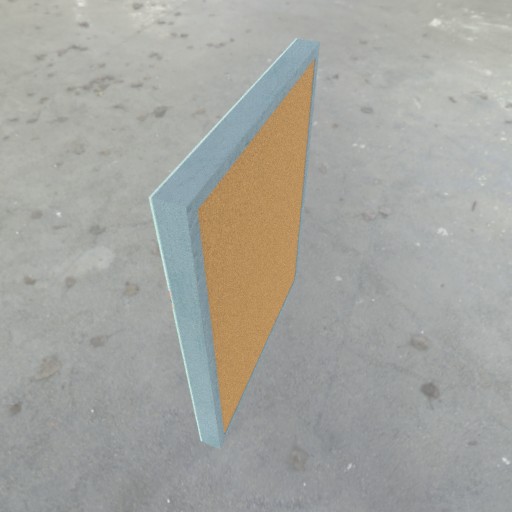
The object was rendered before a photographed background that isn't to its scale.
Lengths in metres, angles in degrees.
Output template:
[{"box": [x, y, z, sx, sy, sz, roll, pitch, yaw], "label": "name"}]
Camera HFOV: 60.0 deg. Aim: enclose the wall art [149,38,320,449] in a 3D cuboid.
[{"box": [0.000, 0.000, 0.690, 0.037, 0.509, 0.409, 16, 47, 15], "label": "wall art"}]
